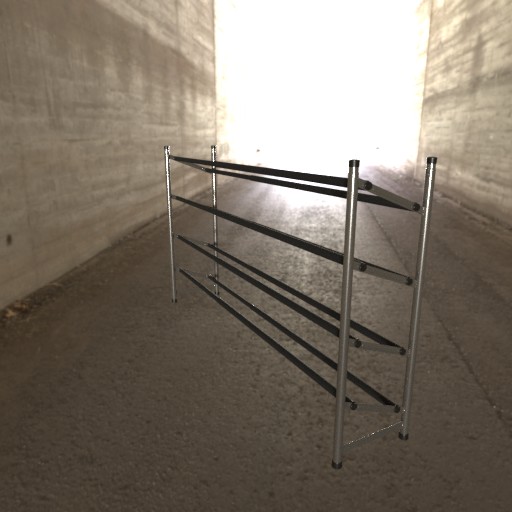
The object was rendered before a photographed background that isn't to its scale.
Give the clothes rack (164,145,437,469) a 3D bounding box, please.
[{"bbox_3d":[0.000,0.000,1.437,0.229,0.672,1.168,-8,17,-27],"label":"clothes rack"}]
